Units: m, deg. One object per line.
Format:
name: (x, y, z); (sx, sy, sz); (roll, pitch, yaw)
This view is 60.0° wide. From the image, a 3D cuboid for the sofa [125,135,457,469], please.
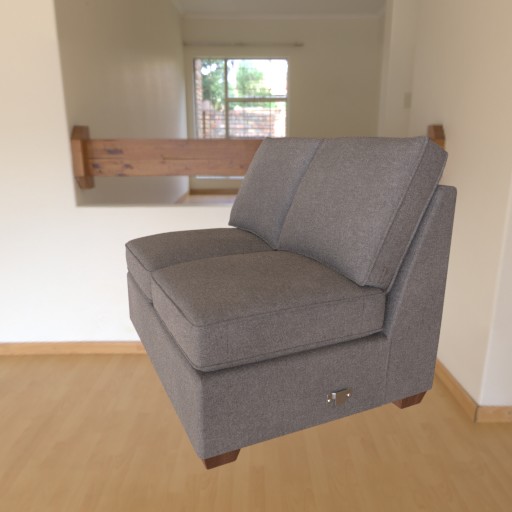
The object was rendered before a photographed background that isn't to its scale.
sofa: (0.000, 0.000, 1.926); (0.951, 1.008, 1.237); (-7, 16, -24)
